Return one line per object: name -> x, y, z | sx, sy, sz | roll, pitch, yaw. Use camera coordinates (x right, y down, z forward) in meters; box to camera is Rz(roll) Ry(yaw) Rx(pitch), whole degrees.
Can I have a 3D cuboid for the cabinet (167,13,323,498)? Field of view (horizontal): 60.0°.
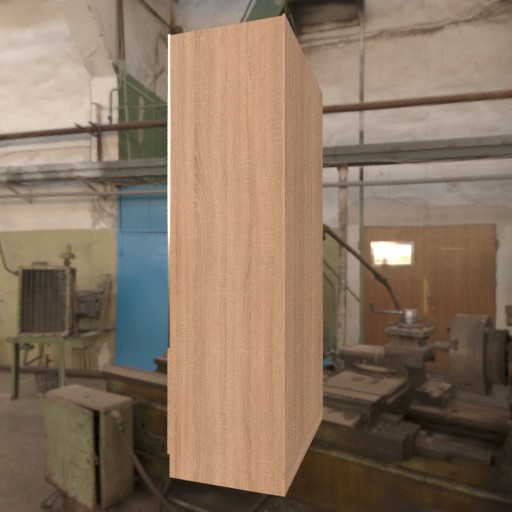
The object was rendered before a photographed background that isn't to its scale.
cabinet -> 0.000, 0.000, 2.504 | 0.590, 2.121, 1.001 | 0, 0, 18
